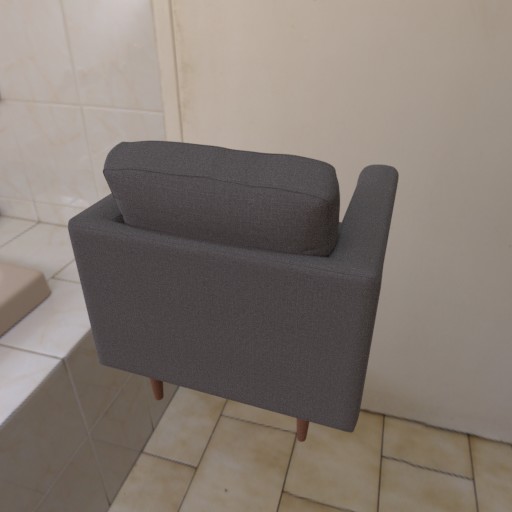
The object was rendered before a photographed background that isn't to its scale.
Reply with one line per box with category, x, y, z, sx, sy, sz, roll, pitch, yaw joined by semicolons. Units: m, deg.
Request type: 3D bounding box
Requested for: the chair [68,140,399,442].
chair;0.000;0.000;1.530;0.854;0.927;0.800;10;33;16
